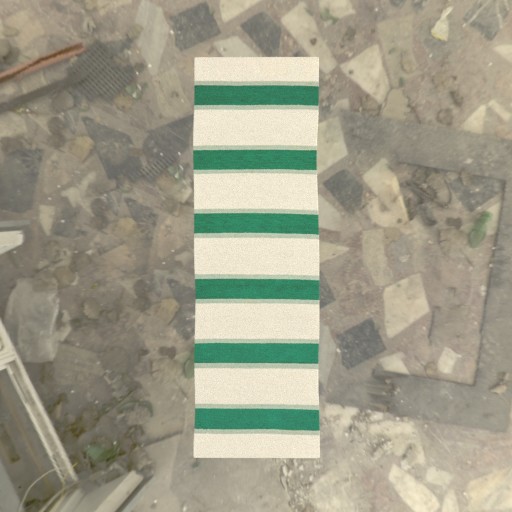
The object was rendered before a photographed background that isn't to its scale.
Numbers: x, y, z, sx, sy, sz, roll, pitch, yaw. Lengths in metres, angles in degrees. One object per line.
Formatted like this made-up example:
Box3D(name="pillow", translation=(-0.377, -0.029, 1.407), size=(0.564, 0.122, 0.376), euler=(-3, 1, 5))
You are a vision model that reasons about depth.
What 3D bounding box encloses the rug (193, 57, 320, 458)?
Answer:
Box3D(name="rug", translation=(0.000, 0.000, 2.700), size=(0.768, 0.012, 2.438), euler=(0, 89, 0))
